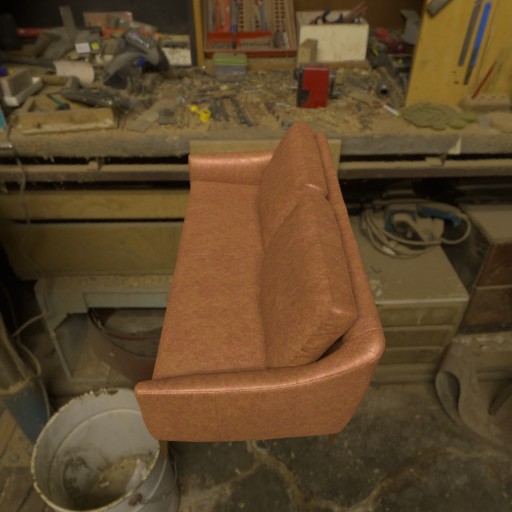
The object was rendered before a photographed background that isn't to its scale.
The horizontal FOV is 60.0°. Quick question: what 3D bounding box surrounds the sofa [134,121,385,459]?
[{"bbox_3d":[0.000,0.000,2.587,0.981,0.945,2.036,0,40,0],"label":"sofa"}]
